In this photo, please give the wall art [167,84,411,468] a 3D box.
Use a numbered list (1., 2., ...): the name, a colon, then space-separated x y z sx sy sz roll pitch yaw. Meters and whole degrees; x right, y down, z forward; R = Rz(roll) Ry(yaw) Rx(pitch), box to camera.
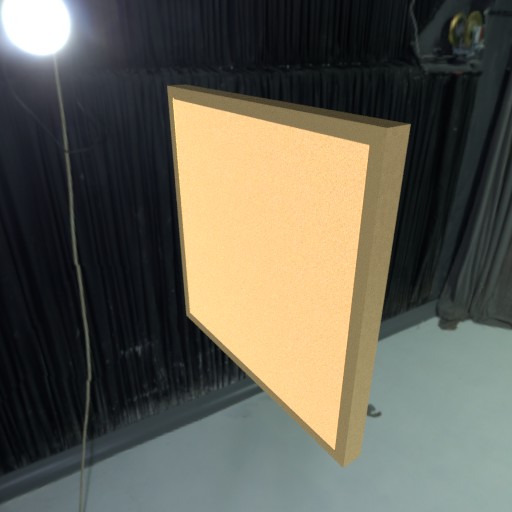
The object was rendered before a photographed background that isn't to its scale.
1. wall art: 0.000 0.000 1.916 0.095 1.284 1.284 -18 32 -32
